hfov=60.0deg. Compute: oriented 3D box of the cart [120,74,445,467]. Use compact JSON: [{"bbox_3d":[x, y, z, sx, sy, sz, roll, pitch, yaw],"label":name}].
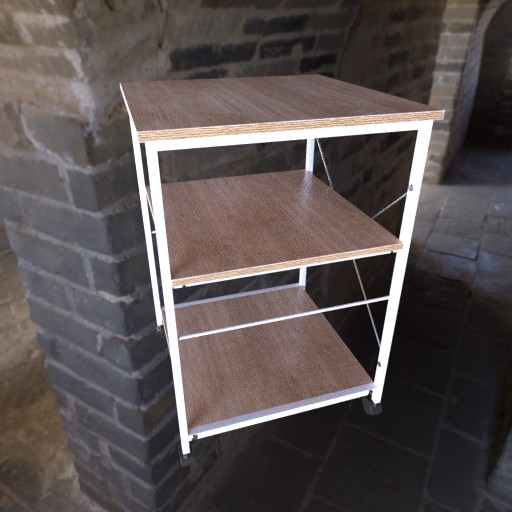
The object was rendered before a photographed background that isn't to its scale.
[{"bbox_3d":[0.000,0.000,1.097,0.520,0.762,0.521,-9,30,-15],"label":"cart"}]
